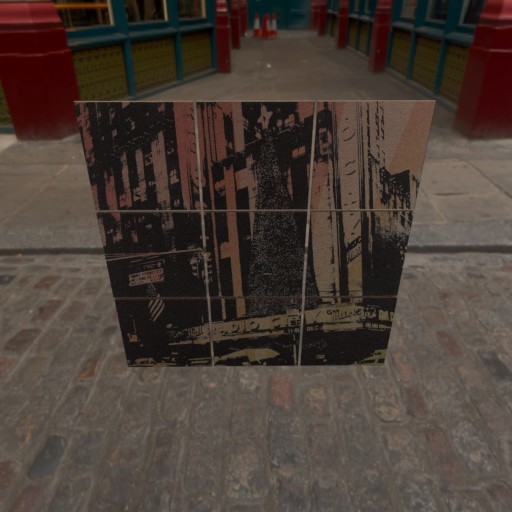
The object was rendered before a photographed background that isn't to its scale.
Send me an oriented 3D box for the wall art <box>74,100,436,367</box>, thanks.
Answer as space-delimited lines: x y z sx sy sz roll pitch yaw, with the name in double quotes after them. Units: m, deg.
0.000 0.000 2.259 1.527 1.521 0.017 0 31 0 "wall art"
